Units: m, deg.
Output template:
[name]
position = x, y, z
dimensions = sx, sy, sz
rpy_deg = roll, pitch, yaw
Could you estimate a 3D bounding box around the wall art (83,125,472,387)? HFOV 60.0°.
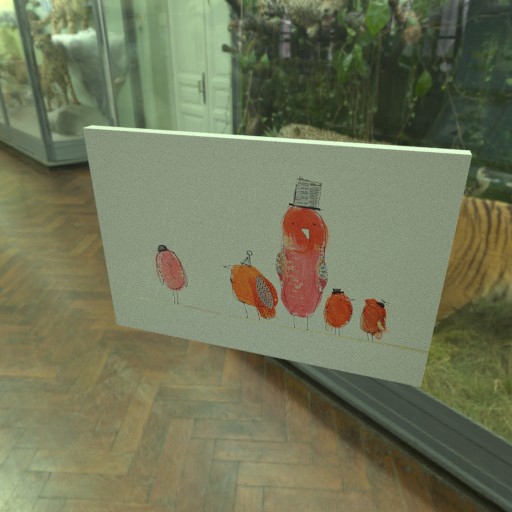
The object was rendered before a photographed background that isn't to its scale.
[wall art]
position = 0.000, 0.000, 1.159
dimensions = 0.914, 0.609, 0.038
rpy_deg = 8, 28, 16
